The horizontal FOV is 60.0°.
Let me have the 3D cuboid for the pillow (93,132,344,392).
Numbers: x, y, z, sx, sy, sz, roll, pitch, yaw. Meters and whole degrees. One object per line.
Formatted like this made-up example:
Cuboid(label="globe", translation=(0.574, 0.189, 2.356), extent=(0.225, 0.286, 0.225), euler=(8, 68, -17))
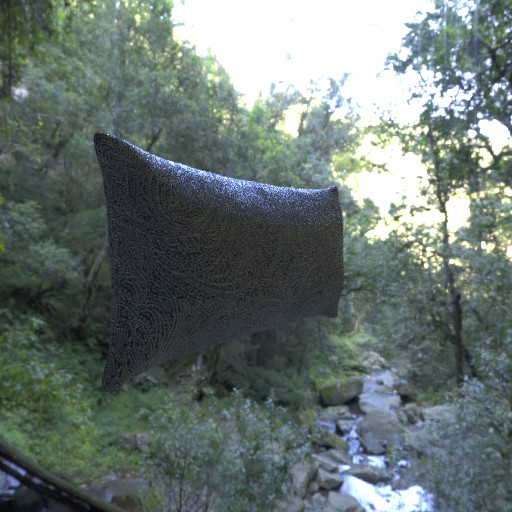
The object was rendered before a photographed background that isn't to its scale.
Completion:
Cuboid(label="pillow", translation=(0.000, 0.000, 0.745), extent=(0.151, 0.295, 0.615), euler=(2, 3, 36))
